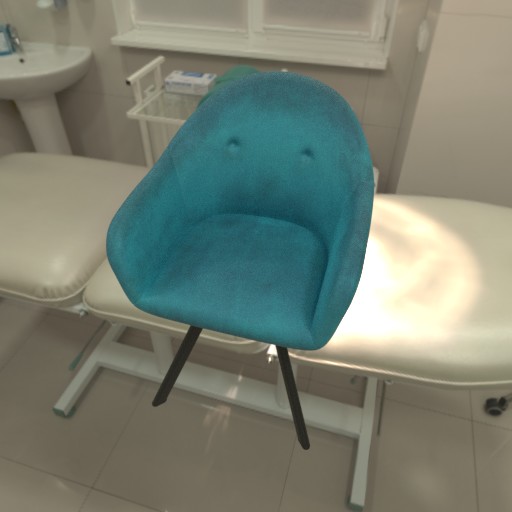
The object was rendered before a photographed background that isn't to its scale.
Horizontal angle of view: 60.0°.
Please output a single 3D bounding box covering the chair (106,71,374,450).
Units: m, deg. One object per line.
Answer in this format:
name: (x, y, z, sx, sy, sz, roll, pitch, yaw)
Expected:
chair: (0.000, 0.000, 1.169, 0.540, 0.780, 0.570, 11, 43, 12)
